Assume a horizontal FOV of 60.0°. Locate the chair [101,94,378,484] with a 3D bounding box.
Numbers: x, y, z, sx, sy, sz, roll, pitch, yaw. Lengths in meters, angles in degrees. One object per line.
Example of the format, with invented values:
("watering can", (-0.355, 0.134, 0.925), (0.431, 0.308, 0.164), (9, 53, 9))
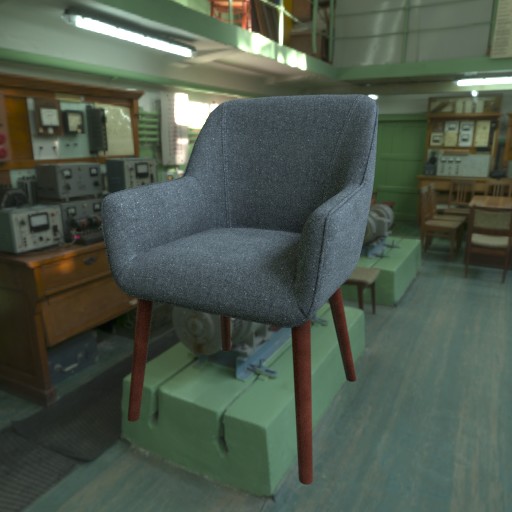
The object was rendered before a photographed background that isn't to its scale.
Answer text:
("chair", (0.000, 0.000, 1.127), (0.543, 0.803, 0.519), (7, 17, 26))
